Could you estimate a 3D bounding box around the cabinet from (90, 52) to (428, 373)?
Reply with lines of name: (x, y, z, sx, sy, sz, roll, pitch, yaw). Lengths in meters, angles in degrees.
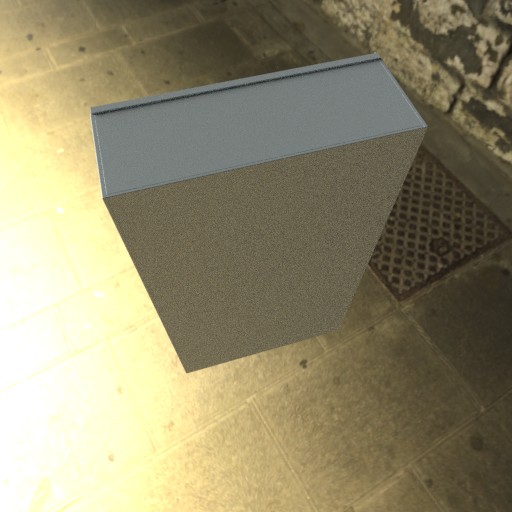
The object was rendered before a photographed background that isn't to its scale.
cabinet: (0.000, 0.000, 2.664, 1.250, 2.160, 0.480, -14, 60, -8)
